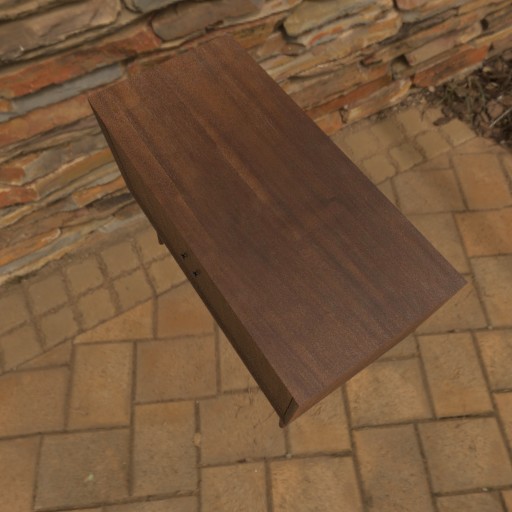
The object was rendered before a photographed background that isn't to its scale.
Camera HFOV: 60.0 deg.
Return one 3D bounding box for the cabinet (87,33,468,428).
[{"bbox_3d":[0.000,0.000,1.127,0.354,0.654,0.743,-31,68,-14],"label":"cabinet"}]
